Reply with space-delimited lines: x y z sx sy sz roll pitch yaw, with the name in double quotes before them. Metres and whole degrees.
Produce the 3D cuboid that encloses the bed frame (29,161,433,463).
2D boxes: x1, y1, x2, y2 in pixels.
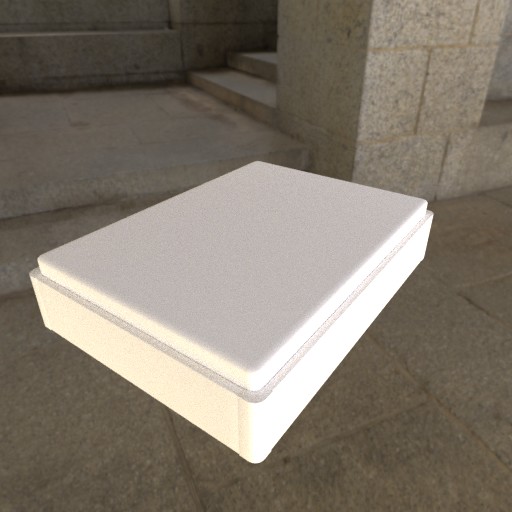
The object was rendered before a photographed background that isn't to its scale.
"bed frame" 0.000 0.000 2.528 1.400 0.406 1.900 20 36 31
